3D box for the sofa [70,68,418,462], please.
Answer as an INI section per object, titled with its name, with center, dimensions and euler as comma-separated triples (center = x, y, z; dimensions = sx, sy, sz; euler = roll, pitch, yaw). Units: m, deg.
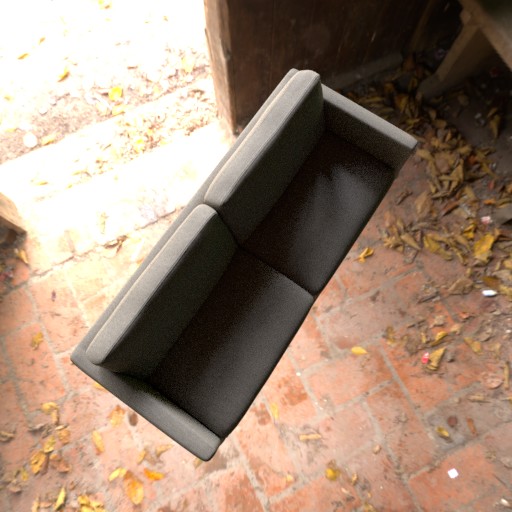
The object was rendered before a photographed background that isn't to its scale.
[sofa]
center = 0.000, 0.000, 2.770
dimensions = 0.956, 0.963, 2.208
euler = 33, 78, 8
